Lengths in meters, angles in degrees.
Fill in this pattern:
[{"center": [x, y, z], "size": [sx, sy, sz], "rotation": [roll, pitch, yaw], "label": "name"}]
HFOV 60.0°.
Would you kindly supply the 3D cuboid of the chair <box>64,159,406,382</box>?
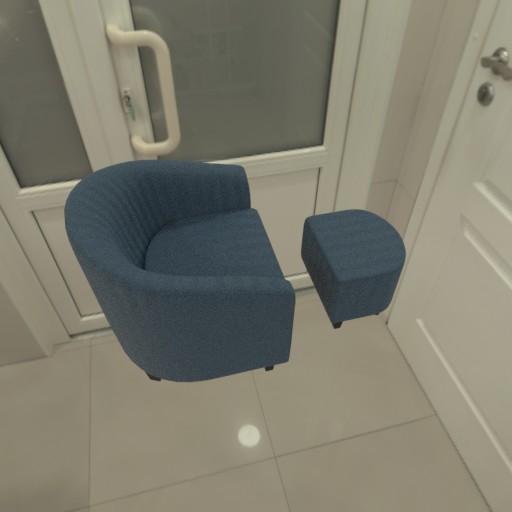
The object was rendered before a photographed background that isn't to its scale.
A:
[{"center": [0.000, 0.000, 1.802], "size": [1.288, 0.757, 0.756], "rotation": [-10, 46, -10], "label": "chair"}]
